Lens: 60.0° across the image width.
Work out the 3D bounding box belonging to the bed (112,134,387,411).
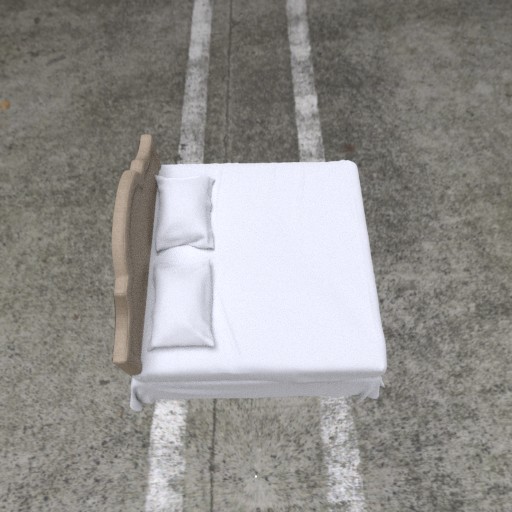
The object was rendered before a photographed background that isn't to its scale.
[{"bbox_3d":[0.000,0.000,3.756,2.222,1.631,2.303,-1,64,-1],"label":"bed"}]
